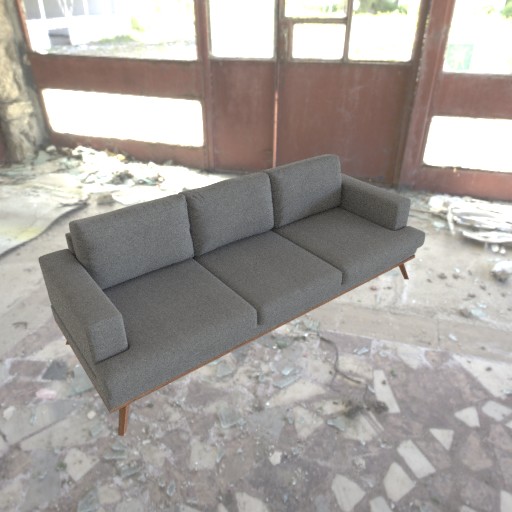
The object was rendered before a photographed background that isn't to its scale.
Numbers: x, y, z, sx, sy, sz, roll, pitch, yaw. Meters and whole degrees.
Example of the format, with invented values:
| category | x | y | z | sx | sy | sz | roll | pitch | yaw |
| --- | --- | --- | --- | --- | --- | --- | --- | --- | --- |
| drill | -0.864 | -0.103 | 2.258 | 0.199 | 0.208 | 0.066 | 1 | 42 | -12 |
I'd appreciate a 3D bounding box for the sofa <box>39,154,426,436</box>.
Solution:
| category | x | y | z | sx | sy | sz | roll | pitch | yaw |
| --- | --- | --- | --- | --- | --- | --- | --- | --- | --- |
| sofa | 0.000 | 0.000 | 2.781 | 2.310 | 0.810 | 0.920 | -21 | 37 | -32 |
